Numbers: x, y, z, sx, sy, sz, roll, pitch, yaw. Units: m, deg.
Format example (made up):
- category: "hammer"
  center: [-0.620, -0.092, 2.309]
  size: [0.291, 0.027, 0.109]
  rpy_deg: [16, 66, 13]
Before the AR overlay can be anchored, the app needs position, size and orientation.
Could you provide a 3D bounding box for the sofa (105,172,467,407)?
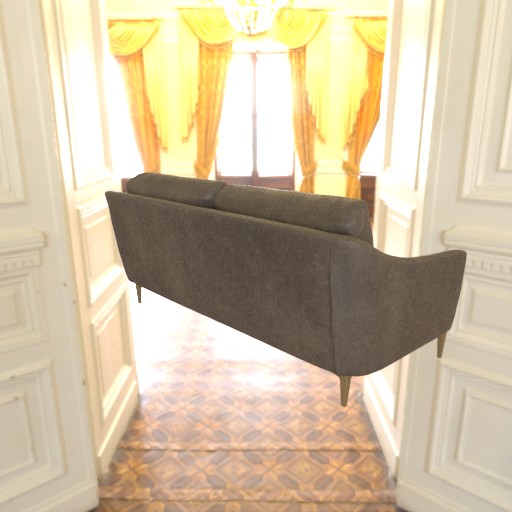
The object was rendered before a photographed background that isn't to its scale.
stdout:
- category: "sofa"
  center: [0.000, 0.000, 2.593]
  size: [2.036, 0.902, 0.960]
  rpy_deg: [15, 22, 43]
